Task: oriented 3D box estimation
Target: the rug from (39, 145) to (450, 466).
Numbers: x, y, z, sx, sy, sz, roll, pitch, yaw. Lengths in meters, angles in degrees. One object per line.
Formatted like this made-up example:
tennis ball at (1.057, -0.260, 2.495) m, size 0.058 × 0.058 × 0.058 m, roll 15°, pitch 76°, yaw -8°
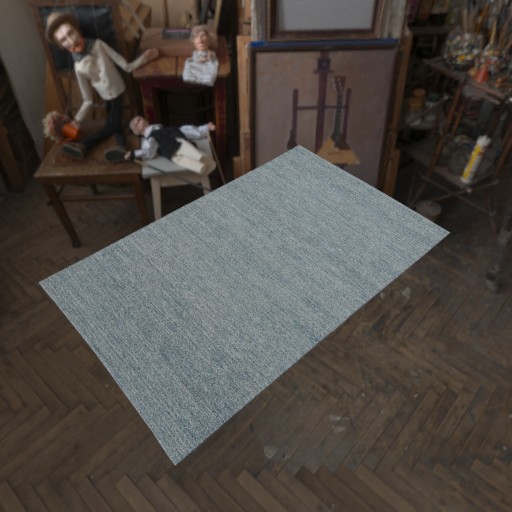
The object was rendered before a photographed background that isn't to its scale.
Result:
rug at (0.000, 0.000, 2.329) m, size 1.853 × 0.022 × 1.174 m, roll -33°, pitch 55°, yaw -27°
